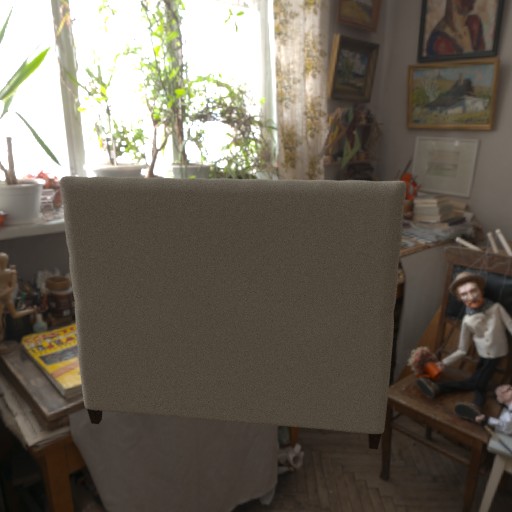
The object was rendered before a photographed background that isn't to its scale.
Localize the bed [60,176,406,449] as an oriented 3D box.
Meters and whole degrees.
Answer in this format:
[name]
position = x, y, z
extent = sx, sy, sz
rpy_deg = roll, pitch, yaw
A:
[bed]
position = 0.000, 0.000, 3.395
extent = 1.698, 1.427, 2.387
rpy_deg = 2, 16, 7
